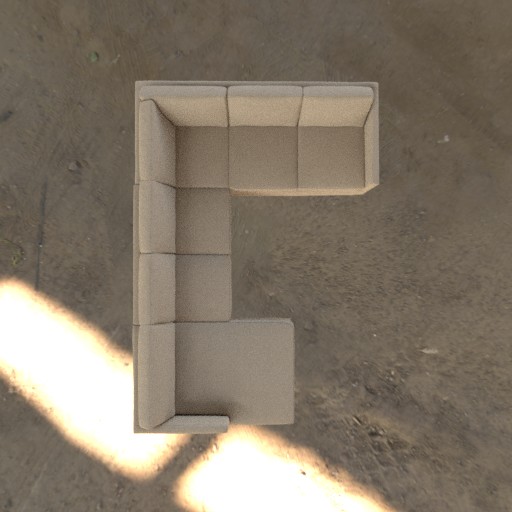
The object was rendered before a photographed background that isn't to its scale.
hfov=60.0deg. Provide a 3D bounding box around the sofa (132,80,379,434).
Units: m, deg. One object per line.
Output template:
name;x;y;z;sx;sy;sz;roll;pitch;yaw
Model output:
sofa;0.000;0.000;4.609;2.476;0.878;3.528;0;89;-1
